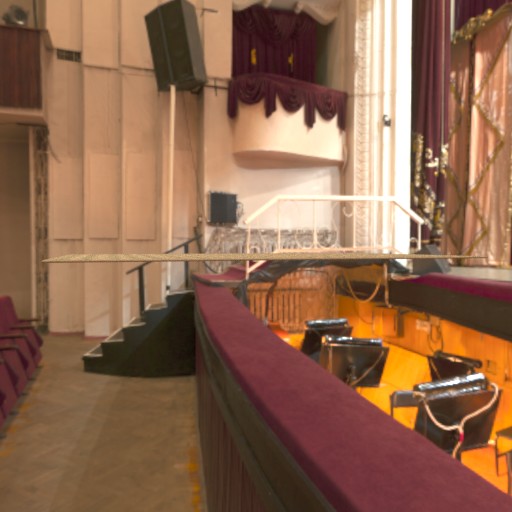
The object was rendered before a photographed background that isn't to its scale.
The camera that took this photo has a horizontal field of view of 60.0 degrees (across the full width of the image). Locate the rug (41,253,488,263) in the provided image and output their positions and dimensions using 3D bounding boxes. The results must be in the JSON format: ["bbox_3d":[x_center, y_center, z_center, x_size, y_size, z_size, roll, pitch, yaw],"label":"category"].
[{"bbox_3d":[0.000,0.000,2.986,2.435,0.011,1.517,0,1,-19],"label":"rug"}]
